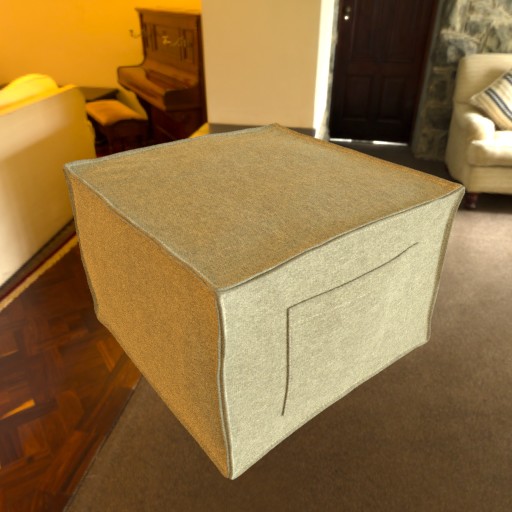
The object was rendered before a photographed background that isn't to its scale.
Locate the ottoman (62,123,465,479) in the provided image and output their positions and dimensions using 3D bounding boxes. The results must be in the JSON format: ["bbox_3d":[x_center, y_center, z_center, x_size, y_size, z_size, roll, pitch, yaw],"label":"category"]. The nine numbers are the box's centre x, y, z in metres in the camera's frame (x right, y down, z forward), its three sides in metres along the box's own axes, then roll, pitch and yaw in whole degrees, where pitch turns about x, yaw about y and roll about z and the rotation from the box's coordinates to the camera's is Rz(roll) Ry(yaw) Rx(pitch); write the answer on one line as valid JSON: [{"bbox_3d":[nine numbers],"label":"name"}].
[{"bbox_3d":[0.000,0.000,1.128,0.707,0.470,0.696,-22,37,-32],"label":"ottoman"}]
